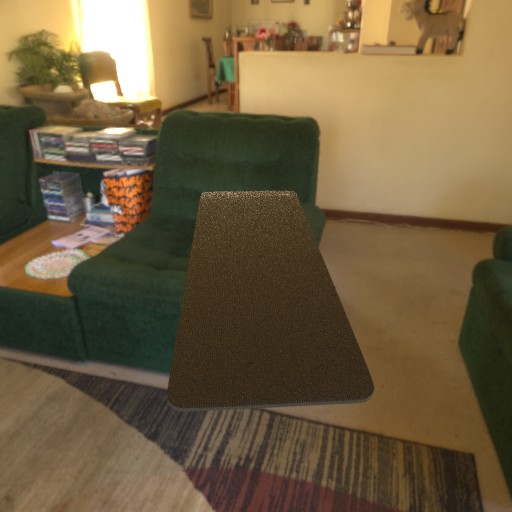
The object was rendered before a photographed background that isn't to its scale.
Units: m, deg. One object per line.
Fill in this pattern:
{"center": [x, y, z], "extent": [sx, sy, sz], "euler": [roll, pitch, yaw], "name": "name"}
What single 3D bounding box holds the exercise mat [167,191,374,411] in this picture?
{"center": [0.000, 0.000, 2.089], "extent": [0.616, 0.021, 1.869], "euler": [-1, 27, -3], "name": "exercise mat"}
